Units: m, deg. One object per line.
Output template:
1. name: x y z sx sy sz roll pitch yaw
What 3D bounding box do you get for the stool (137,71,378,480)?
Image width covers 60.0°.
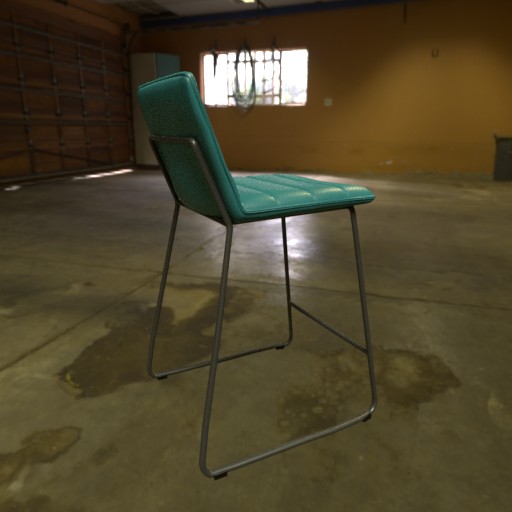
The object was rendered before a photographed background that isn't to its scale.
1. stool: 0.000 0.000 1.187 0.524 0.866 0.489 -8 18 -26
